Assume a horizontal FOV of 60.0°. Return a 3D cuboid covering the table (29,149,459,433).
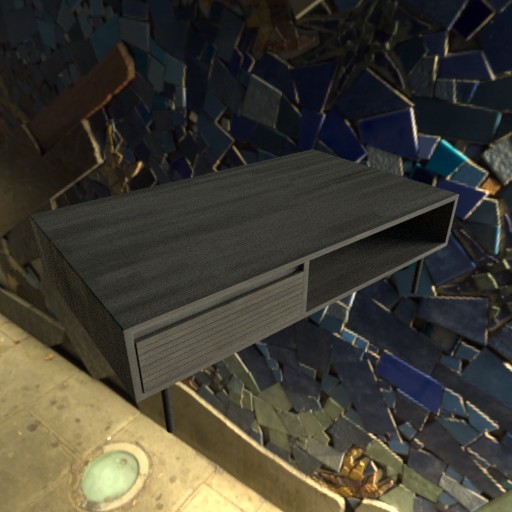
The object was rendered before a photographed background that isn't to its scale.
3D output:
[{"bbox_3d":[0.000,0.000,1.375,1.088,0.347,0.643,-21,35,-32],"label":"table"}]
